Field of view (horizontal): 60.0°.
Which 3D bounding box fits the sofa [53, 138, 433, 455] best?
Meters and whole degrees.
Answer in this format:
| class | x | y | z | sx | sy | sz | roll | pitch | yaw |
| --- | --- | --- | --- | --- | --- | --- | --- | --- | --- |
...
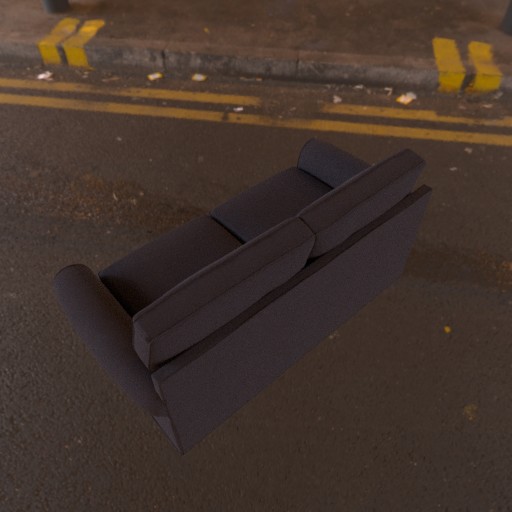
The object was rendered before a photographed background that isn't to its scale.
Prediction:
| class | x | y | z | sx | sy | sz | roll | pitch | yaw |
| --- | --- | --- | --- | --- | --- | --- | --- | --- | --- |
| sofa | 0.000 | 0.000 | 2.521 | 2.009 | 1.031 | 0.951 | -33 | 55 | -26 |
